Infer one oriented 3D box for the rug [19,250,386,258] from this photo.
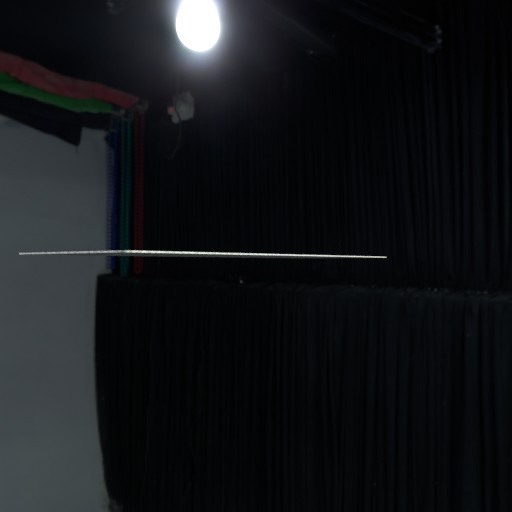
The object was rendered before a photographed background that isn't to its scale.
[{"bbox_3d":[0.000,0.000,2.481,0.676,0.008,2.277,-1,-1,36],"label":"rug"}]
